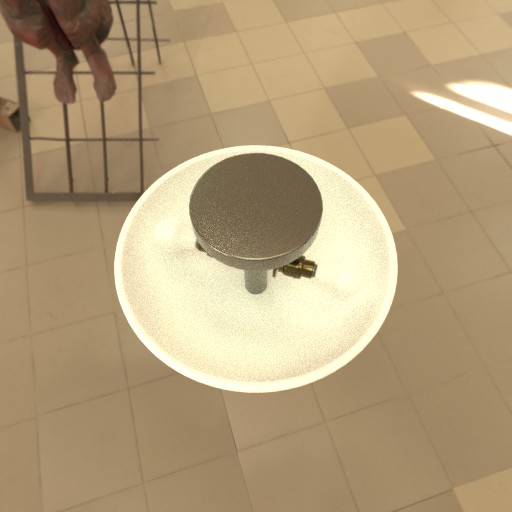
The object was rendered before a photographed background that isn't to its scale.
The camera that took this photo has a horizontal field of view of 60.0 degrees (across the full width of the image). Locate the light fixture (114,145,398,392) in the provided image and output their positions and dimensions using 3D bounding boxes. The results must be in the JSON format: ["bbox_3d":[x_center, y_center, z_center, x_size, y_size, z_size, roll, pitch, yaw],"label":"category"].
[{"bbox_3d":[0.000,0.000,0.536,0.330,0.214,0.330,0,60,0],"label":"light fixture"}]
